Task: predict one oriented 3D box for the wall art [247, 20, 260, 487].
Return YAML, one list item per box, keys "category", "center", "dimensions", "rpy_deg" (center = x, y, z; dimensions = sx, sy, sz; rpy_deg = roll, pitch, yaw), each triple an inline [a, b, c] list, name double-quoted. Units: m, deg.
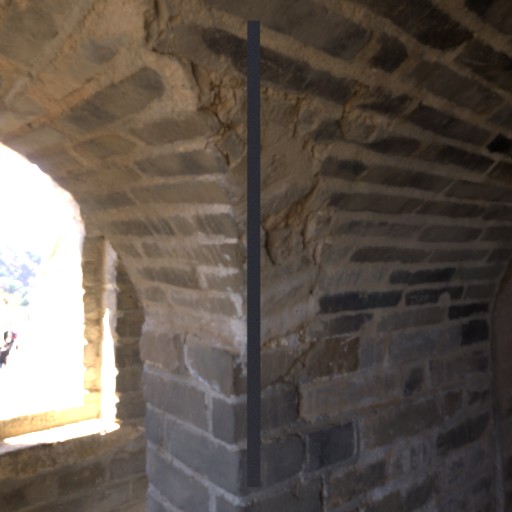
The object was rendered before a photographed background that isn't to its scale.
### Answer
- category: "wall art"
  center: [0.000, 0.000, 0.662]
  dimensions: [0.013, 0.458, 0.456]
  rpy_deg: [0, -1, 1]
